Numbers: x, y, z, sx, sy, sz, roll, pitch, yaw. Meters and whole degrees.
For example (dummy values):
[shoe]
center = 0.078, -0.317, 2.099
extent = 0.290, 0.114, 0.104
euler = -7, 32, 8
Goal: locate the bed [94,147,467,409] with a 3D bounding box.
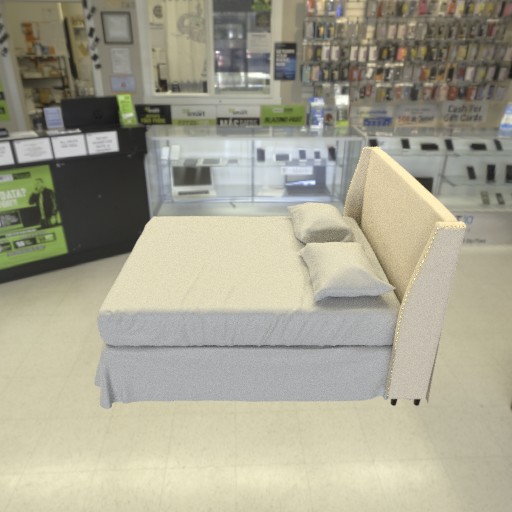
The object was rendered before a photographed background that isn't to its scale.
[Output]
[bed]
center = 0.000, 0.000, 3.490
extent = 2.276, 1.332, 1.925
euler = 0, 27, 0
